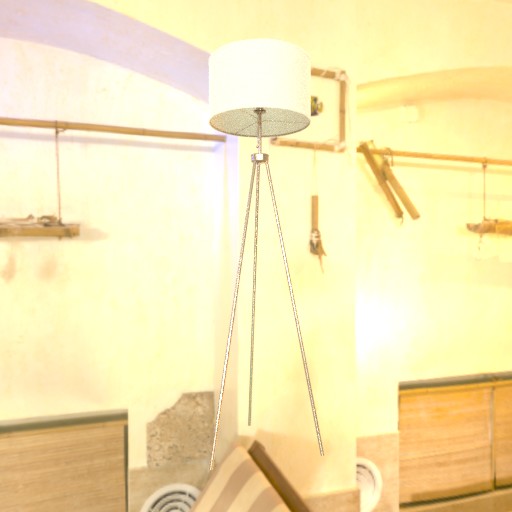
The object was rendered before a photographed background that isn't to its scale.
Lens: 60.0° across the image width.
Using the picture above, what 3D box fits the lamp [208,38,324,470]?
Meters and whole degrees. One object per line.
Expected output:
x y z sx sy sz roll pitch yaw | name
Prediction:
0.000 0.000 1.796 0.448 1.545 0.458 0 0 -19 | lamp
